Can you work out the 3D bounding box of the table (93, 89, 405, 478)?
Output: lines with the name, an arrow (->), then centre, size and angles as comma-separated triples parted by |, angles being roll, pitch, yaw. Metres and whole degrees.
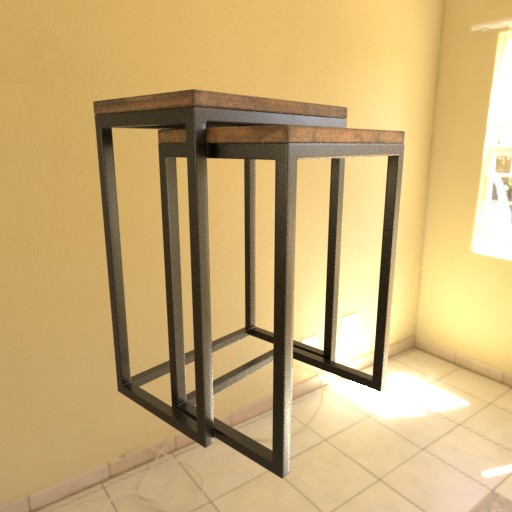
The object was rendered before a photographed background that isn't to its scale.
table -> 0.000, 0.000, 0.934 | 0.460, 0.615, 0.456 | 13, 19, 42
